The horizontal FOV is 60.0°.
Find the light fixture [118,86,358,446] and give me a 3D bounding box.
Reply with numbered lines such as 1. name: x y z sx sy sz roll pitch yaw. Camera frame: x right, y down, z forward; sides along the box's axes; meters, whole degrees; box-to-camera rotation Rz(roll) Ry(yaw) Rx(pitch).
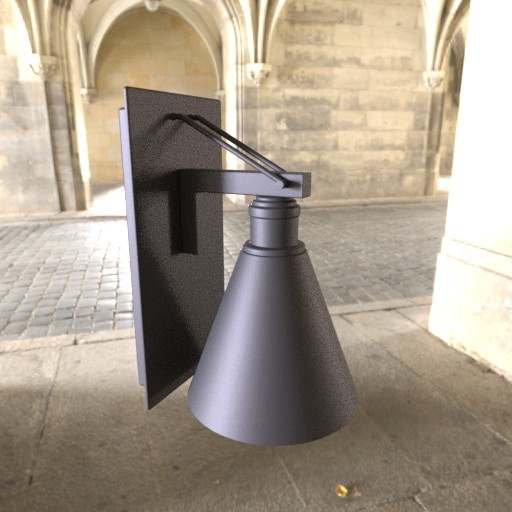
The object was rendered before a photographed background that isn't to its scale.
1. light fixture: 0.000 0.000 0.422 0.207 0.298 0.170 7 16 26
